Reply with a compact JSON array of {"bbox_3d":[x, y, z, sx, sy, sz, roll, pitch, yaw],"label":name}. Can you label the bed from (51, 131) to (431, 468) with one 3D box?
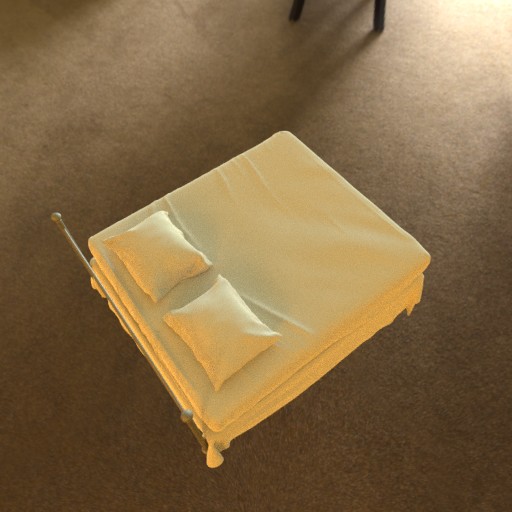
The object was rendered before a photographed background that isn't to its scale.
[{"bbox_3d":[0.000,0.000,3.355,2.215,1.080,1.936,-33,64,-19],"label":"bed"}]
